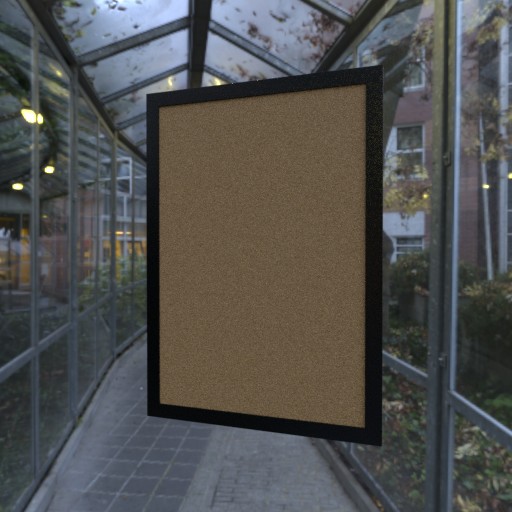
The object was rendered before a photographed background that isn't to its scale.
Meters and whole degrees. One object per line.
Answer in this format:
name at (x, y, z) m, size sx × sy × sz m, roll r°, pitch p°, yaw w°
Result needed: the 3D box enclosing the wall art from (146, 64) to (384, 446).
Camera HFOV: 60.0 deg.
wall art at (0.000, 0.000, 0.840) m, size 0.462 × 0.656 × 0.019 m, roll 0°, pitch 1°, yaw 18°
